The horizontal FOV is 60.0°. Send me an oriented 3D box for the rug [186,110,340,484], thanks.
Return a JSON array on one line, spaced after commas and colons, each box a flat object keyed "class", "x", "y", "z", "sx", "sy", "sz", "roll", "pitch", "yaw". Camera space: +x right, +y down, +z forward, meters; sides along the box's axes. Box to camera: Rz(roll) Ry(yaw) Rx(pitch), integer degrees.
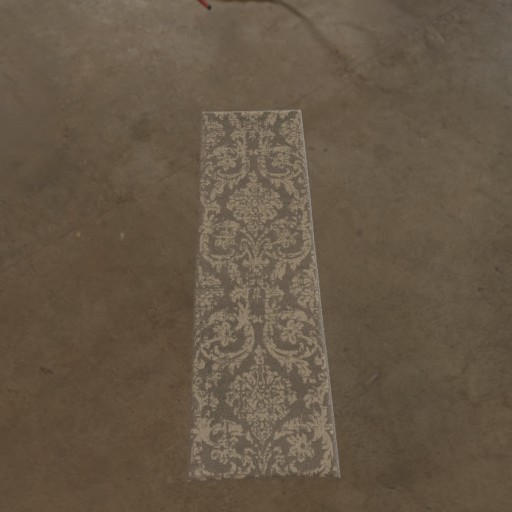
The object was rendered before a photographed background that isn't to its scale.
[{"class": "rug", "x": 0.000, "y": 0.000, "z": 2.423, "sx": 0.662, "sy": 0.011, "sz": 2.196, "roll": -1, "pitch": 62, "yaw": -1}]
